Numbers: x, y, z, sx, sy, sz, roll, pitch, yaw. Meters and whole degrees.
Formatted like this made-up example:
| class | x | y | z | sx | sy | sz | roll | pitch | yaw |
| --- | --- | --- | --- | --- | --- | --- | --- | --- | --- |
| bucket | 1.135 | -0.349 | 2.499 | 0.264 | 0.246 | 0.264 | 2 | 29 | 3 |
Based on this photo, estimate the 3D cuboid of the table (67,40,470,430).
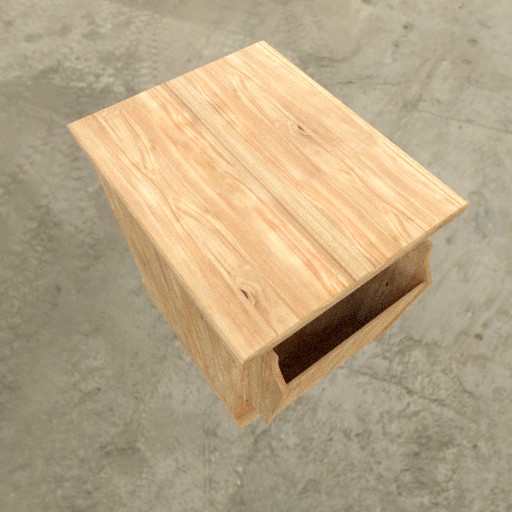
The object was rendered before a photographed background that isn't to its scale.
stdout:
| class | x | y | z | sx | sy | sz | roll | pitch | yaw |
| --- | --- | --- | --- | --- | --- | --- | --- | --- | --- |
| table | 0.000 | 0.000 | 0.859 | 0.380 | 0.515 | 0.530 | -32 | 63 | -18 |
